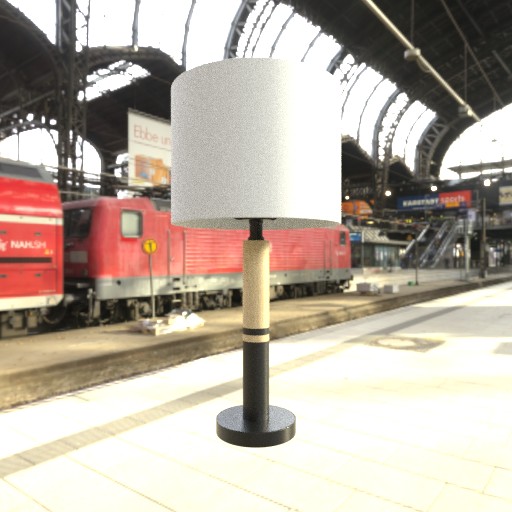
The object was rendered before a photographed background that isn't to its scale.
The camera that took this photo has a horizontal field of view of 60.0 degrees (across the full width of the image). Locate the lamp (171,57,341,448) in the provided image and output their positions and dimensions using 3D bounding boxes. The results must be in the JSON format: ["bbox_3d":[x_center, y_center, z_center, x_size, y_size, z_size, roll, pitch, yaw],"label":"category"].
[{"bbox_3d":[0.000,0.000,0.810,0.305,0.640,0.305,0,0,36],"label":"lamp"}]
